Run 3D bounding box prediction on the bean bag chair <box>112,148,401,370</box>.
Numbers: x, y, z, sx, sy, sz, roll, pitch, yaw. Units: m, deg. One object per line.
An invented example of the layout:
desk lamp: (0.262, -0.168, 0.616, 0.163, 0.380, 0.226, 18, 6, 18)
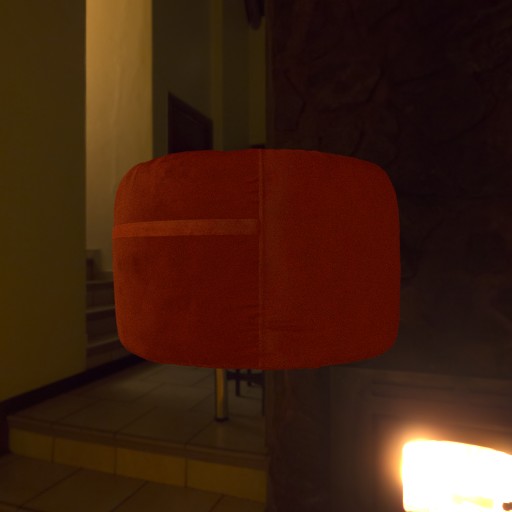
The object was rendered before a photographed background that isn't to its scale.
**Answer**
bean bag chair: (0.000, 0.000, 1.970, 1.219, 0.762, 1.219, 0, 0, 0)
